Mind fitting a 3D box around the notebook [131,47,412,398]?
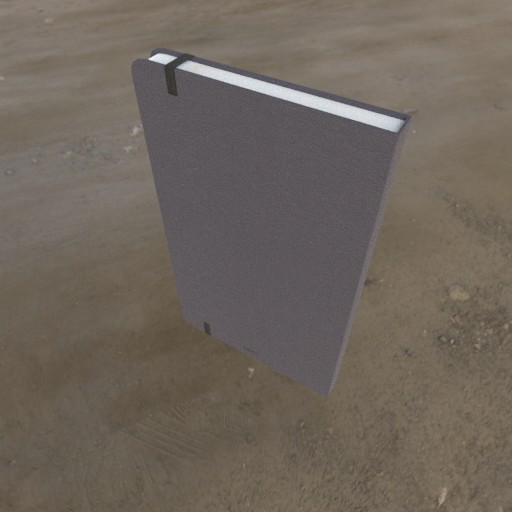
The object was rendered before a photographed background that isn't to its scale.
[{"bbox_3d":[0.000,0.000,0.261,0.127,0.213,0.016,24,52,20],"label":"notebook"}]
